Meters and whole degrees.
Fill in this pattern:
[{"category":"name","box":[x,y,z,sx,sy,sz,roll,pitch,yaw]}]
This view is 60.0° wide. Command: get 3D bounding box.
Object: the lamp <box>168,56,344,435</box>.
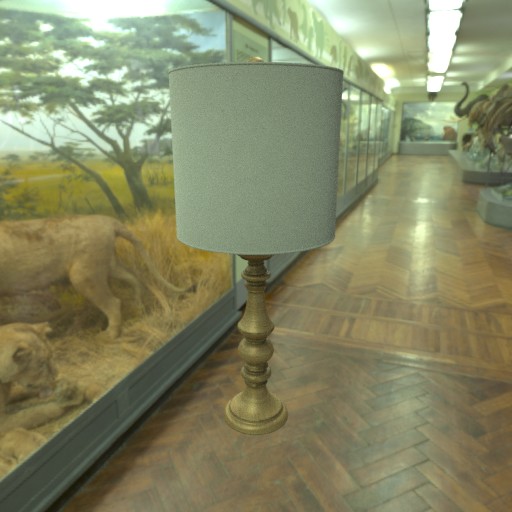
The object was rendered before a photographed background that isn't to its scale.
[{"category":"lamp","box":[0.000,0.000,0.721,0.250,0.597,0.250,-3,17,-10]}]
